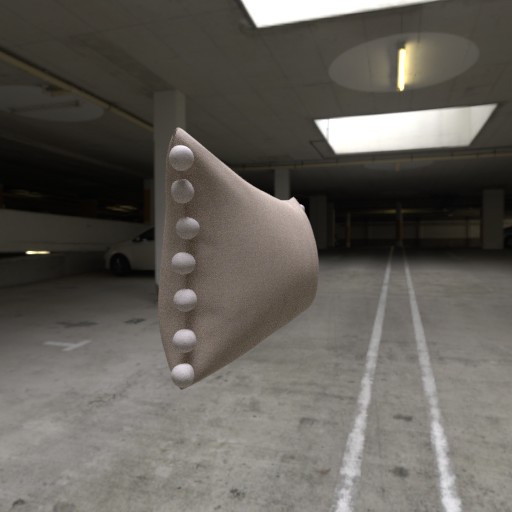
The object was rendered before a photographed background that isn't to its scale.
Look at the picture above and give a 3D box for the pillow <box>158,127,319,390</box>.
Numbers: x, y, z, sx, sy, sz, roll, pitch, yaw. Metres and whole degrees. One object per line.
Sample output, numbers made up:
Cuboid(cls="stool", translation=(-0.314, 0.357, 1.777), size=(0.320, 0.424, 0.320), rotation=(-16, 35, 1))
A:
Cuboid(cls="pillow", translation=(0.000, 0.000, 0.849), size=(0.201, 0.322, 0.709), rotation=(0, 1, 17))
